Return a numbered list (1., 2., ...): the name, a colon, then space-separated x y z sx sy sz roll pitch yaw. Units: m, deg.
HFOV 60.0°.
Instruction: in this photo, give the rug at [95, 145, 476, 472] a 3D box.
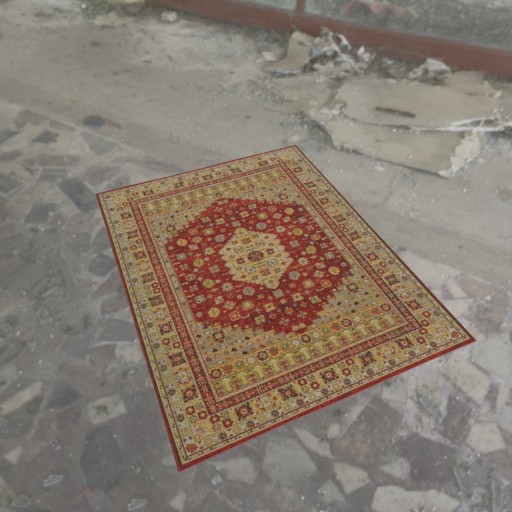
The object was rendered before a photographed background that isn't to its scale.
1. rug: 0.000 0.000 4.062 2.387 0.013 3.053 -17 48 -16
